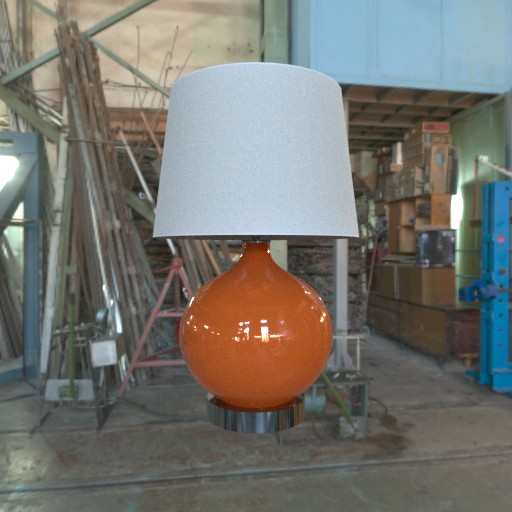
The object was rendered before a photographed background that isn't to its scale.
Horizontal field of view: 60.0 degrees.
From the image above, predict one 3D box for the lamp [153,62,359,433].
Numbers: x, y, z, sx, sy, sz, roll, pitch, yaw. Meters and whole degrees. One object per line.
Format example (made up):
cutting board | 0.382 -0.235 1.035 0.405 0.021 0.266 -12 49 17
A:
lamp | 0.000 0.000 0.543 0.247 0.387 0.247 0 1 0
